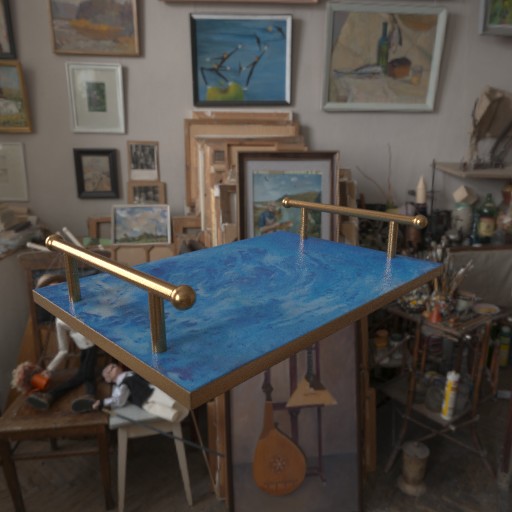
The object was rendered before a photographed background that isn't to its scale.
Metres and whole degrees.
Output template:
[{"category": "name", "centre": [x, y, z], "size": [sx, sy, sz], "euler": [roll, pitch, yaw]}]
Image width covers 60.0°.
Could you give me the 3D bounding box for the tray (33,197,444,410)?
[{"category": "tray", "centre": [0.000, 0.000, 0.564], "size": [0.304, 0.084, 0.444], "euler": [15, 22, 42]}]
